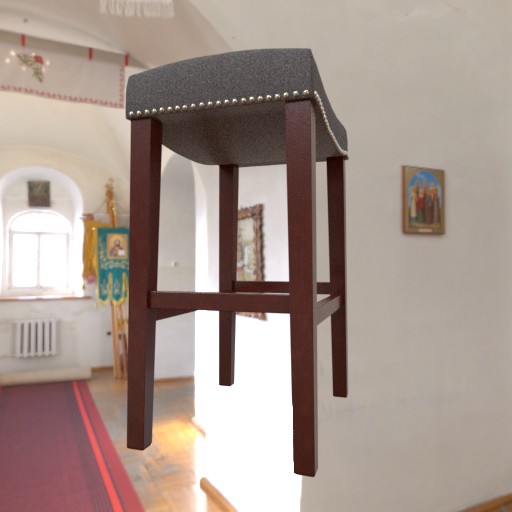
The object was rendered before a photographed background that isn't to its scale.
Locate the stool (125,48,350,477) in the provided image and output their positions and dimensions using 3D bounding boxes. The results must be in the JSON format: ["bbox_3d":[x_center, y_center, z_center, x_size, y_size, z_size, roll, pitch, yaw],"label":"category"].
[{"bbox_3d":[0.000,0.000,1.021,0.372,0.742,0.504,0,-1,18],"label":"stool"}]
